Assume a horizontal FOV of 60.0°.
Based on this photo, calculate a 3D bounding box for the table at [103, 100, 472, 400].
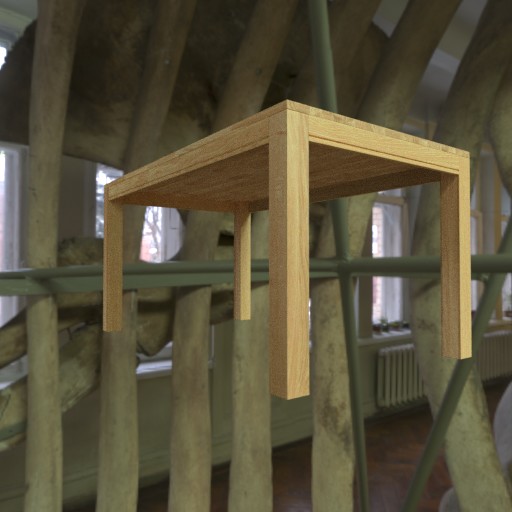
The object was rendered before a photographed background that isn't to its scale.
[{"bbox_3d":[0.000,0.000,2.004,0.900,0.770,1.500,1,-1,-36],"label":"table"}]
